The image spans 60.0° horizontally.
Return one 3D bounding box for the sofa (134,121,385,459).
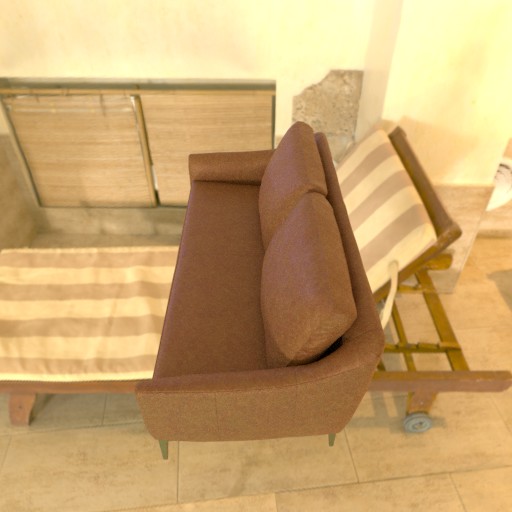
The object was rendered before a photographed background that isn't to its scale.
[{"bbox_3d":[0.000,0.000,2.587,0.981,0.945,2.036,0,40,0],"label":"sofa"}]
